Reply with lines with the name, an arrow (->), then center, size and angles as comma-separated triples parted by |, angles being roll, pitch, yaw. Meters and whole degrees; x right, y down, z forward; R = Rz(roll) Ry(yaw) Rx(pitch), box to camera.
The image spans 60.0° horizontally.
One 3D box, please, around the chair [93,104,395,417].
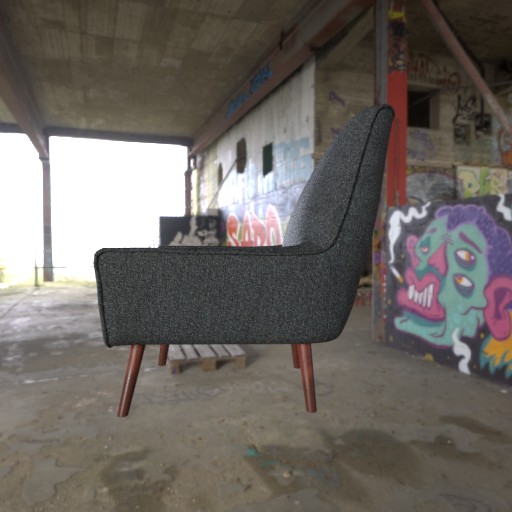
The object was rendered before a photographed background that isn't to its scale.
chair -> 0.000, 0.000, 1.489 | 0.859, 0.883, 0.763 | 0, 2, 0
